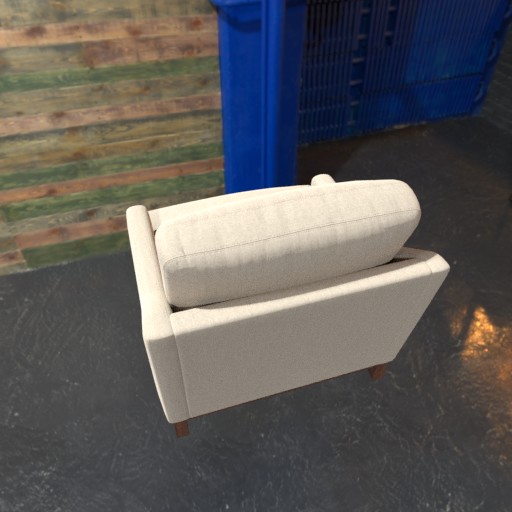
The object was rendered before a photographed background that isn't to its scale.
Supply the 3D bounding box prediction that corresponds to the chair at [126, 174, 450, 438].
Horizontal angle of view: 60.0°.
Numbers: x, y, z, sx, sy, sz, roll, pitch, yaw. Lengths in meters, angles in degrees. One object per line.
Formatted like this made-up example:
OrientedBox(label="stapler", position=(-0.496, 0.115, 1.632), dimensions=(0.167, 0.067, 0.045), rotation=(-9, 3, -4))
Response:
OrientedBox(label="chair", position=(0.000, 0.000, 1.701), dimensions=(0.912, 0.916, 1.001), rotation=(-12, 42, -13))
